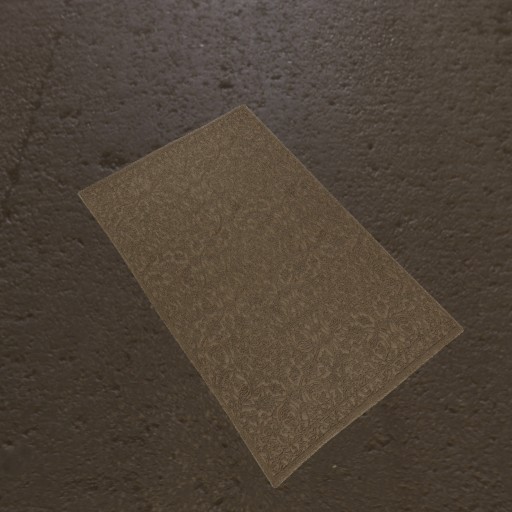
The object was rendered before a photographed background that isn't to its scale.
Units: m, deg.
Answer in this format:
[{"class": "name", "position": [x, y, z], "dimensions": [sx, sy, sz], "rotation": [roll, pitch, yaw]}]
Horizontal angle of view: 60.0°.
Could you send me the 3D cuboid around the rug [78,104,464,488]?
[{"class": "rug", "position": [0.000, 0.000, 3.073], "dimensions": [1.529, 0.012, 2.435], "rotation": [-33, 68, -15]}]
